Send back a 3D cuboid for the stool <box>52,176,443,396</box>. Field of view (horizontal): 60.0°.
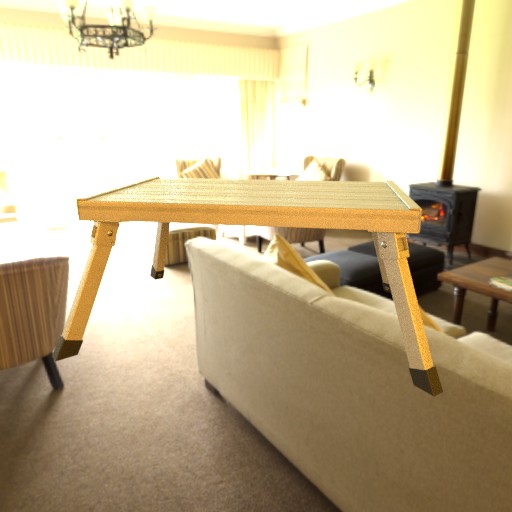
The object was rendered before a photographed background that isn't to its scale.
[{"bbox_3d":[0.000,0.000,0.736,0.535,0.225,0.385,3,17,9],"label":"stool"}]
